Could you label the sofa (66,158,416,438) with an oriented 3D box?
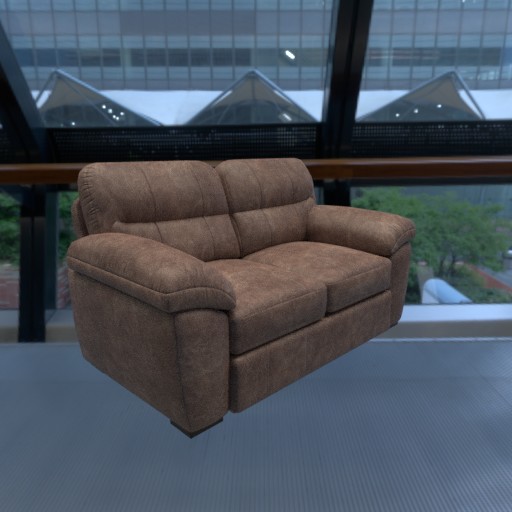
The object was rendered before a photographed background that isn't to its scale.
[{"bbox_3d":[0.000,0.000,2.368,1.753,0.991,0.991,-13,19,-43],"label":"sofa"}]
